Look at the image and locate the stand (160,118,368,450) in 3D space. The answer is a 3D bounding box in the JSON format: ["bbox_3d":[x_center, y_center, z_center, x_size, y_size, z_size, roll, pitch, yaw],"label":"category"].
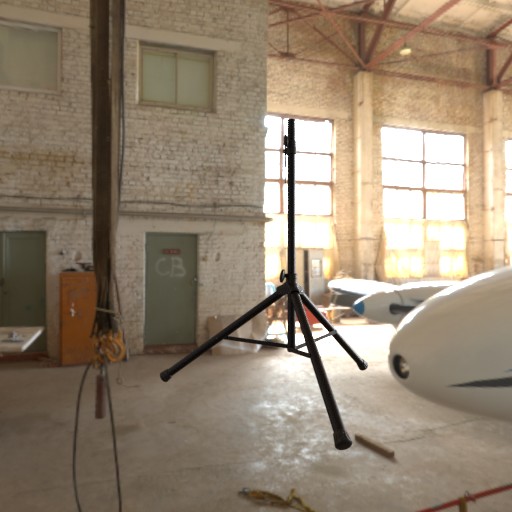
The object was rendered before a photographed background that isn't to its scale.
[{"bbox_3d":[0.000,0.000,1.886,0.907,1.136,1.045,0,-1,18],"label":"stand"}]
